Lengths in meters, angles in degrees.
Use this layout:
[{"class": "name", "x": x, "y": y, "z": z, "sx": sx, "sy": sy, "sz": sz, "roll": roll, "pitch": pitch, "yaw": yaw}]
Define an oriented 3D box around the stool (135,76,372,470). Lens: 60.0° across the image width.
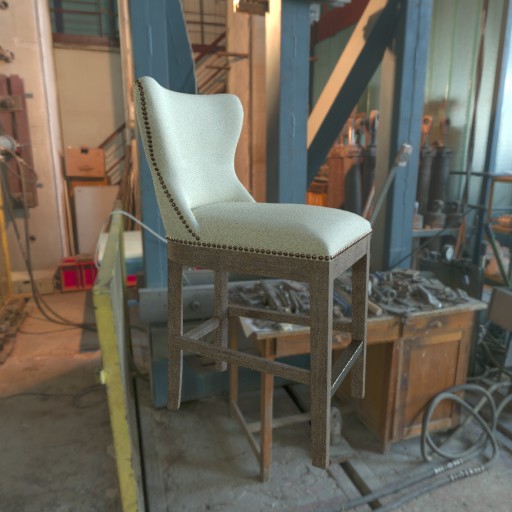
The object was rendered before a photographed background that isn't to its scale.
[{"class": "stool", "x": 0.000, "y": 0.000, "z": 1.328, "sx": 0.608, "sy": 0.981, "sz": 0.498, "roll": 7, "pitch": 15, "yaw": 27}]
